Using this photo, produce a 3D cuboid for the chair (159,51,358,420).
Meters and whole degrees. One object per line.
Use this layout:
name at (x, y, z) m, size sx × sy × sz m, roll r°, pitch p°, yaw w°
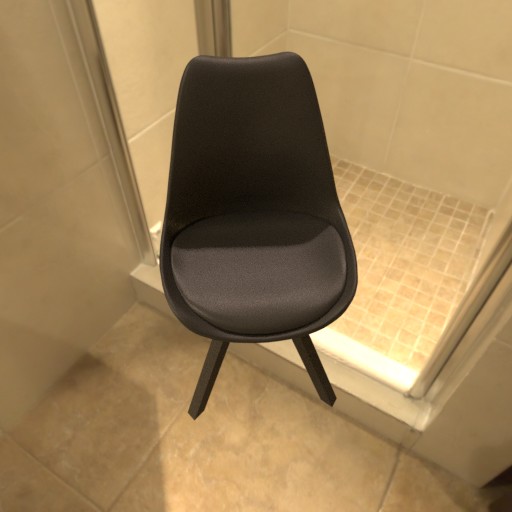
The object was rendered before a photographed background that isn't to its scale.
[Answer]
chair at (0.000, 0.000, 1.184) m, size 0.485 × 0.850 × 0.550 m, roll -4°, pitch 48°, yaw -4°
